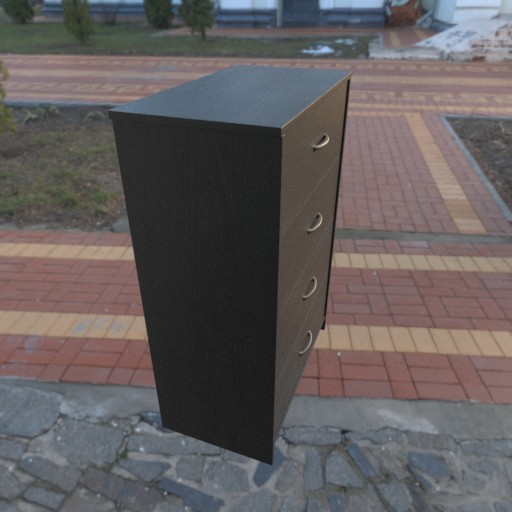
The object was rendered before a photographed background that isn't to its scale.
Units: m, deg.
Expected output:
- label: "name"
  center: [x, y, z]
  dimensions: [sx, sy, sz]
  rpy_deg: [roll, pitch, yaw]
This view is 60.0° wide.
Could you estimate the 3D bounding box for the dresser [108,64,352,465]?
- label: "dresser"
  center: [0.000, 0.000, 1.409]
  dimensions: [0.398, 1.020, 0.700]
  rpy_deg: [11, 33, 18]
